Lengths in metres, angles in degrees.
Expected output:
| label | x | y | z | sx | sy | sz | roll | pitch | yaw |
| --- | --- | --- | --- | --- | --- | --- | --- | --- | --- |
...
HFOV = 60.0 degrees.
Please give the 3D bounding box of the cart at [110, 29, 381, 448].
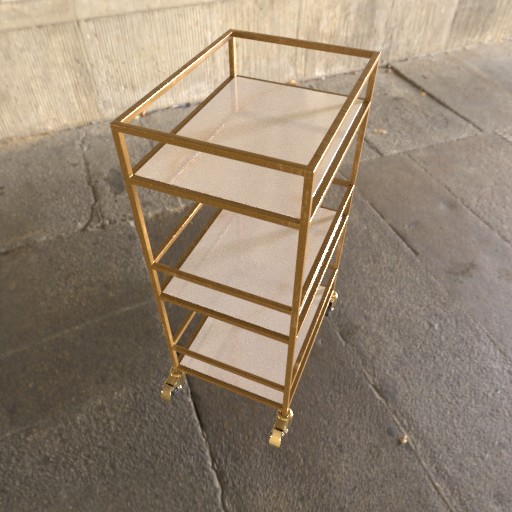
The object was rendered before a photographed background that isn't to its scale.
| label | x | y | z | sx | sy | sz | roll | pitch | yaw |
| --- | --- | --- | --- | --- | --- | --- | --- | --- | --- |
| cart | 0.000 | 0.000 | 0.978 | 0.332 | 0.761 | 0.483 | 17 | 48 | 16 |
